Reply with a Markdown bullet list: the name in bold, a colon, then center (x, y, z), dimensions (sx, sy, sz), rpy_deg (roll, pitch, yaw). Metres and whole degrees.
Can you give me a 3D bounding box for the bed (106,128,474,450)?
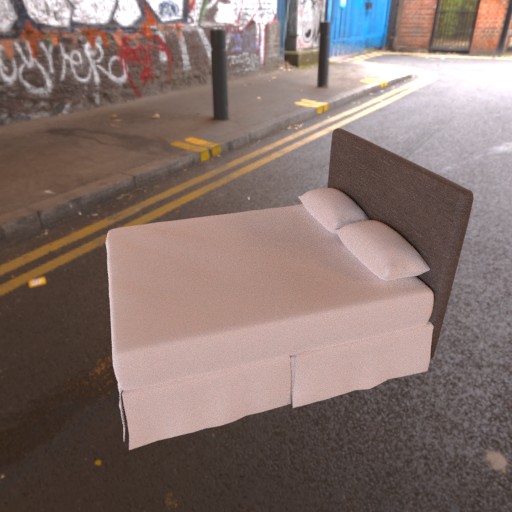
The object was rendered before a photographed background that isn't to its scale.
- **bed**: center (0.000, 0.000, 3.195), dimensions (2.142, 1.330, 1.723), rpy_deg (-9, 30, -15)
